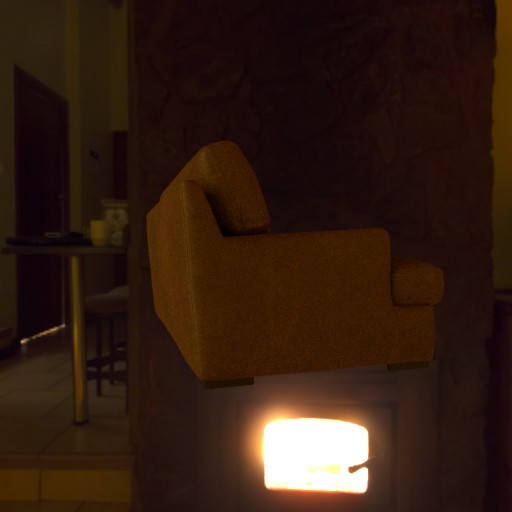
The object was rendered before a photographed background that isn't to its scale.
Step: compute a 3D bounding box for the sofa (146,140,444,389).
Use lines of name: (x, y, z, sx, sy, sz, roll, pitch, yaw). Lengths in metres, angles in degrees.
sofa: (0.000, 0.000, 2.586, 1.143, 0.939, 1.880, 0, 1, -18)
